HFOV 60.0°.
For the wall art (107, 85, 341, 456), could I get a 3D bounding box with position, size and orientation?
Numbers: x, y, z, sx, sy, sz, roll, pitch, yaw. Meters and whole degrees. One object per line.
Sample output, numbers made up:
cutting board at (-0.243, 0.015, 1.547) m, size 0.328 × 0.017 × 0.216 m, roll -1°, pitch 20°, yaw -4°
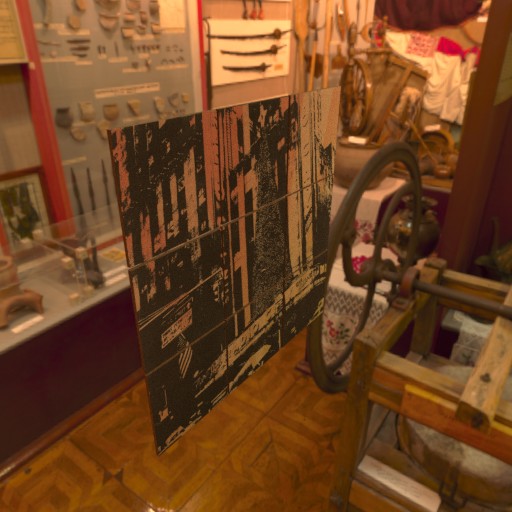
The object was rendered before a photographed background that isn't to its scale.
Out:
wall art at (0.000, 0.000, 1.381) m, size 0.010 × 0.917 × 0.919 m, roll 20°, pitch 33°, yaw 33°
